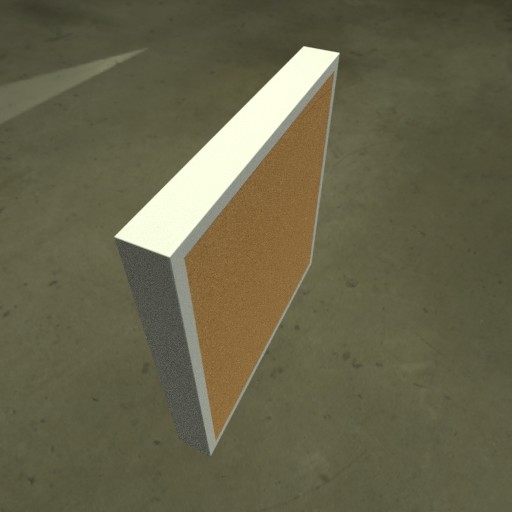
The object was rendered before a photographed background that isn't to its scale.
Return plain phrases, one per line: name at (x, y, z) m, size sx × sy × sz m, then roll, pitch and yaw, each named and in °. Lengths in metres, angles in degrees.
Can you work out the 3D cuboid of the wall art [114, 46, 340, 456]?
wall art at (0.000, 0.000, 0.455) m, size 0.038 × 0.305 × 0.305 m, roll 19°, pitch 49°, yaw 17°
